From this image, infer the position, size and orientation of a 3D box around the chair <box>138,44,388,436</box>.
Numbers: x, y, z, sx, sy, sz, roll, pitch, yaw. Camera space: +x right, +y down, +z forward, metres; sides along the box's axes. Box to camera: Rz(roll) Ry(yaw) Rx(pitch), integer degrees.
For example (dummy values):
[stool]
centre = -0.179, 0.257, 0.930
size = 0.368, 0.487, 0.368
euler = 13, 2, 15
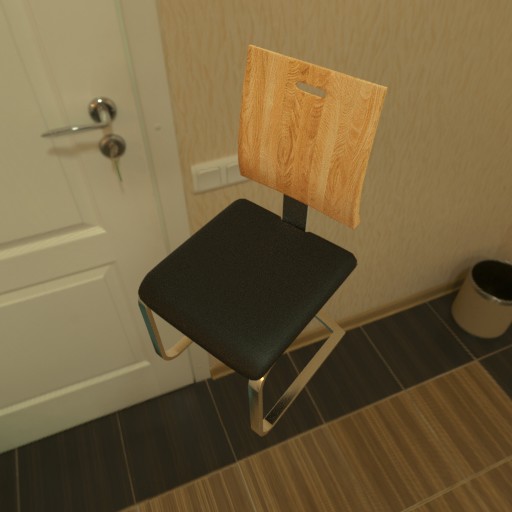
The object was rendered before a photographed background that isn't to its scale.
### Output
[chair]
centre = 0.000, 0.000, 1.248
size = 0.462, 0.936, 0.560
euler = 30, 53, 26
